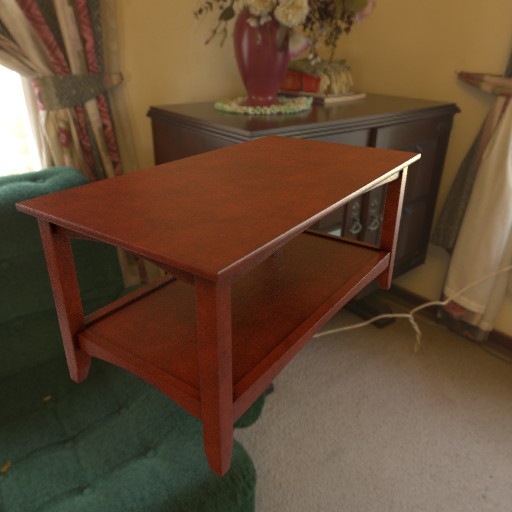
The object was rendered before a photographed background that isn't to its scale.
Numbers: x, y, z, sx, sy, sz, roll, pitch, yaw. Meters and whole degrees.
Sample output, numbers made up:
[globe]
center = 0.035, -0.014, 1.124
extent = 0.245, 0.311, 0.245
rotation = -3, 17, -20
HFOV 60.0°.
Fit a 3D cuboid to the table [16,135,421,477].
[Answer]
[table]
center = 0.000, 0.000, 1.205
extent = 0.533, 0.456, 0.943
rotation = 17, 30, 32
